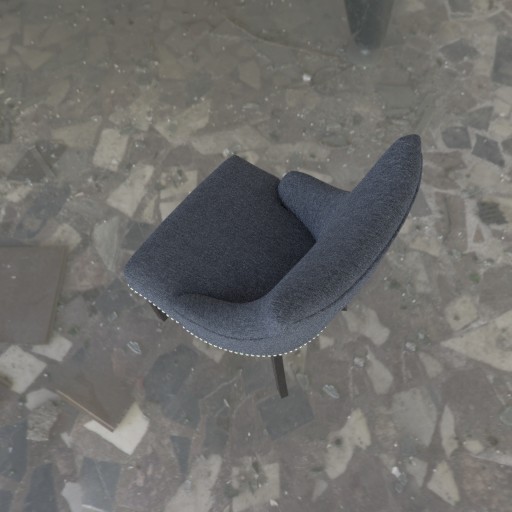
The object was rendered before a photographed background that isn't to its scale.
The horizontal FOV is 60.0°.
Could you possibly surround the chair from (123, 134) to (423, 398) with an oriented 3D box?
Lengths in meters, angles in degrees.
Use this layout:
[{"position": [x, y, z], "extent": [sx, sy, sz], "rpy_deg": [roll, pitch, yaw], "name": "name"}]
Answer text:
[{"position": [0.000, 0.000, 1.299], "extent": [0.629, 0.909, 0.566], "rpy_deg": [34, 69, 15], "name": "chair"}]
